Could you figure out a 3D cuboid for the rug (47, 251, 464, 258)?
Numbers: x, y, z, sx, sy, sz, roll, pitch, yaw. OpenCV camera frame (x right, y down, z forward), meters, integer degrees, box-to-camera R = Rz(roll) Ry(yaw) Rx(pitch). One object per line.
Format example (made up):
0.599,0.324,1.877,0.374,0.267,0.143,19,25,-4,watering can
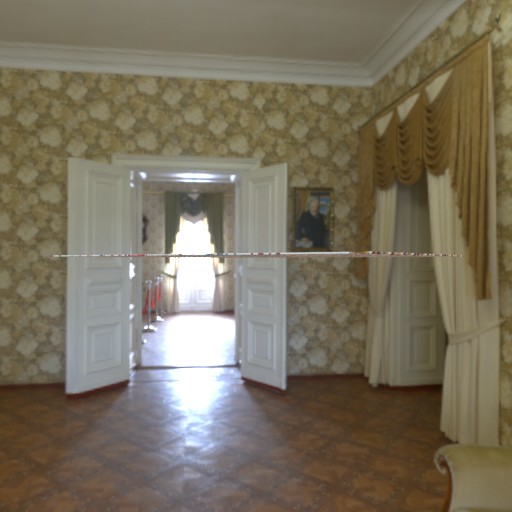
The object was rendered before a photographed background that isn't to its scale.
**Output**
0.000,0.000,4.335,3.274,0.015,2.439,0,-1,36,rug
